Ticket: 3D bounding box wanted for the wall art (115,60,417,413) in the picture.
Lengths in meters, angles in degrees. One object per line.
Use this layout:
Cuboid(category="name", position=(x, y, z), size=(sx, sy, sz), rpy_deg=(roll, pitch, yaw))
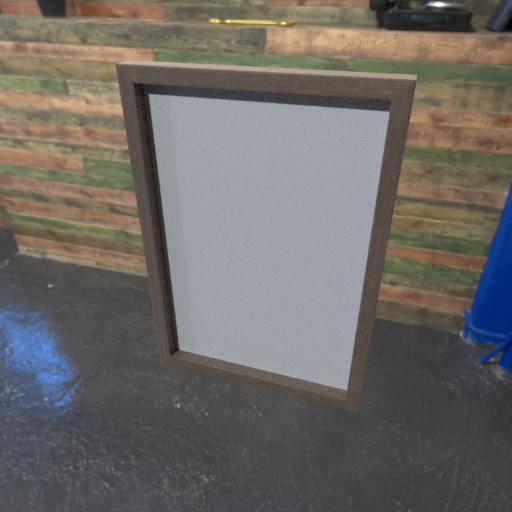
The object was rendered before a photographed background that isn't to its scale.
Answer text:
Cuboid(category="wall art", position=(0.000, 0.000, 0.648), size=(0.358, 0.510, 0.032), rpy_deg=(10, 33, 16))
